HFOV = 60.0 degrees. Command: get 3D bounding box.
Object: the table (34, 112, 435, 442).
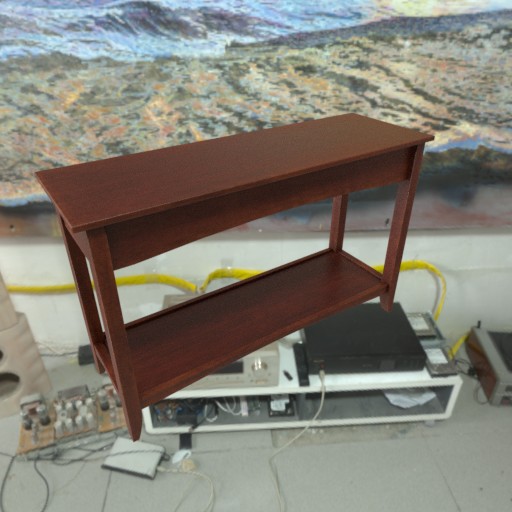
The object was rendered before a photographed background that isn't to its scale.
[{"bbox_3d":[0.000,0.000,1.535,1.188,0.739,0.392,-19,36,-28],"label":"table"}]
